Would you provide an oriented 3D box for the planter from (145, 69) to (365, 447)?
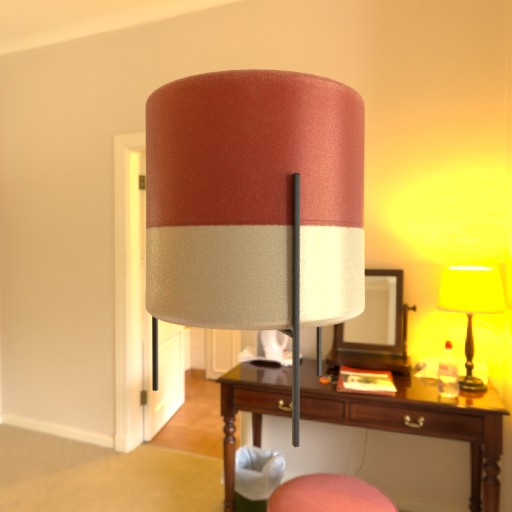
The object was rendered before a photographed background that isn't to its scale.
[{"bbox_3d":[0.000,0.000,0.712,0.345,0.465,0.354,0,1,-17],"label":"planter"}]
